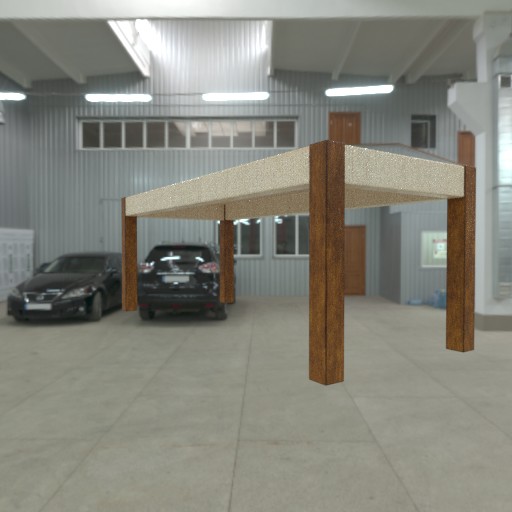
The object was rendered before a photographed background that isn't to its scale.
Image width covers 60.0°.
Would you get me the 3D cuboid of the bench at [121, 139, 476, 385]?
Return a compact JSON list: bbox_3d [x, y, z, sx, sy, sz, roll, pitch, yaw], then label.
[{"bbox_3d":[0.000,0.000,1.457,0.507,0.457,1.198,-1,1,-34],"label":"bench"}]
